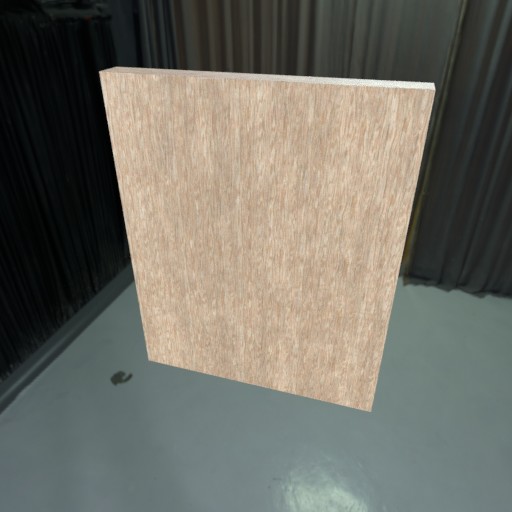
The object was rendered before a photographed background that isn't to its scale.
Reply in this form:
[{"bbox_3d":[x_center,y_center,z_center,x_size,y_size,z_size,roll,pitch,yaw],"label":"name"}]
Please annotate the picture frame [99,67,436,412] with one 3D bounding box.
[{"bbox_3d":[0.000,0.000,0.693,0.424,0.526,0.043,9,32,14],"label":"picture frame"}]
